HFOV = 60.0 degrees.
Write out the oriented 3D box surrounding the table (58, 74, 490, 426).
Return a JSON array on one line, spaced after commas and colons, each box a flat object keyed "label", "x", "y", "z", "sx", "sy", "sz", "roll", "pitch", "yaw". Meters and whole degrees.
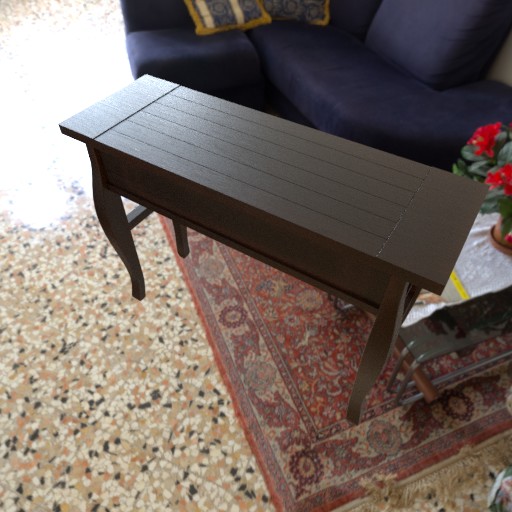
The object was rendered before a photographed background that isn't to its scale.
[{"label": "table", "x": 0.000, "y": 0.000, "z": 1.400, "sx": 1.062, "sy": 0.768, "sz": 0.373, "roll": 25, "pitch": 52, "yaw": 22}]
